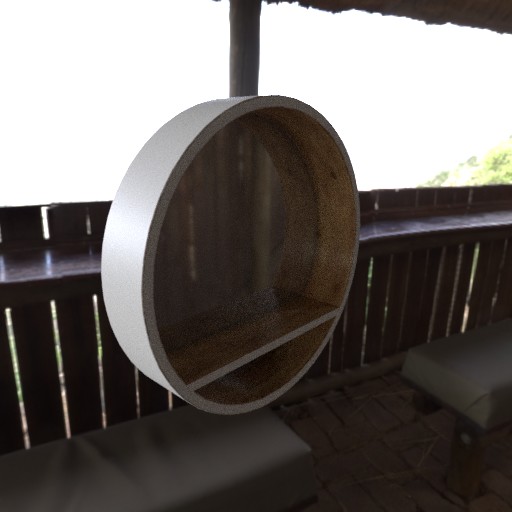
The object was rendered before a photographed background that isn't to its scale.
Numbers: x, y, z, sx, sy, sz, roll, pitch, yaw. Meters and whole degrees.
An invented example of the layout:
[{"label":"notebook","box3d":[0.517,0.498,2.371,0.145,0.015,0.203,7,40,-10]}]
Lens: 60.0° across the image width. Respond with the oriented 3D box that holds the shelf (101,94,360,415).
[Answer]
[{"label":"shelf","box3d":[0.000,0.000,1.188,0.158,0.807,0.806,14,21,41]}]
